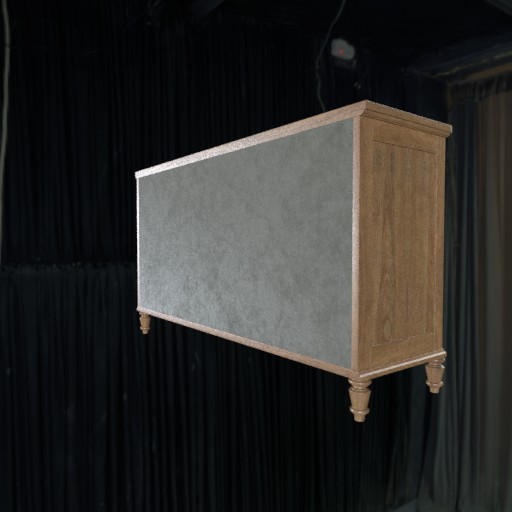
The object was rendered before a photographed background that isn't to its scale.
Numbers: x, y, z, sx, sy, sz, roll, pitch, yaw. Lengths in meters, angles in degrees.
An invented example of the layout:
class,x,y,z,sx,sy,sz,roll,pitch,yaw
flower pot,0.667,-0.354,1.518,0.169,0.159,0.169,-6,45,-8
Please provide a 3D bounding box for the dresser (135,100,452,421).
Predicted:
class,x,y,z,sx,sy,sz,roll,pitch,yaw
dresser,0.000,0.000,1.976,0.468,0.892,1.583,-2,3,-37
